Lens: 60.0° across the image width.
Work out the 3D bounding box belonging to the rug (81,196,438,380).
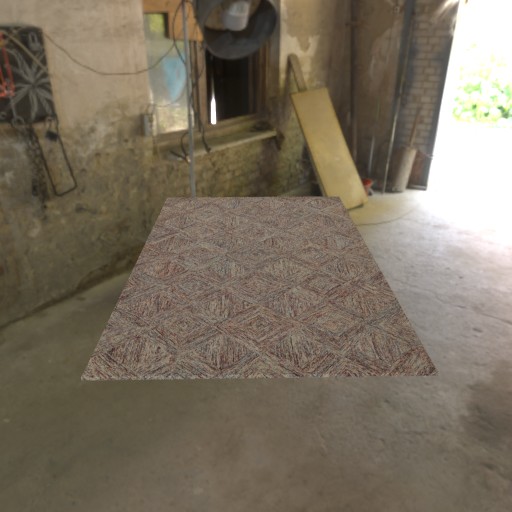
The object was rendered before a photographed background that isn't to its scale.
[{"bbox_3d":[0.000,0.000,2.905,1.523,0.019,2.285,0,27,-1],"label":"rug"}]
